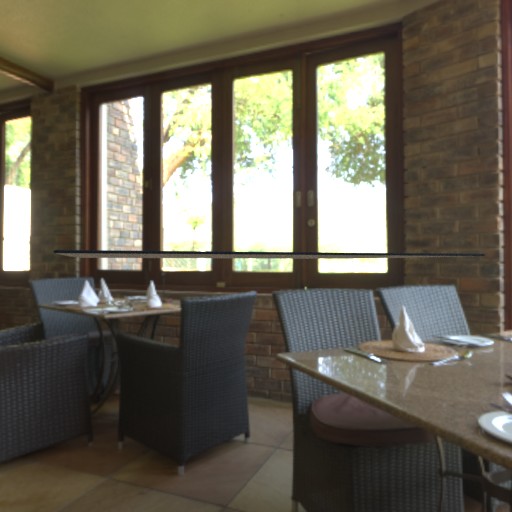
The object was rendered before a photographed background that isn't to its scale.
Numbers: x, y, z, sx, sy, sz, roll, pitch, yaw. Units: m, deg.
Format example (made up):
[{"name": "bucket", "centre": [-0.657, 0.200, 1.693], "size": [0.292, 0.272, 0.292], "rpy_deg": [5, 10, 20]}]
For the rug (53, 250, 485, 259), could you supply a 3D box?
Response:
[{"name": "rug", "centre": [0.000, 0.000, 2.914], "size": [2.290, 0.014, 1.526], "rpy_deg": [0, -1, -18]}]
